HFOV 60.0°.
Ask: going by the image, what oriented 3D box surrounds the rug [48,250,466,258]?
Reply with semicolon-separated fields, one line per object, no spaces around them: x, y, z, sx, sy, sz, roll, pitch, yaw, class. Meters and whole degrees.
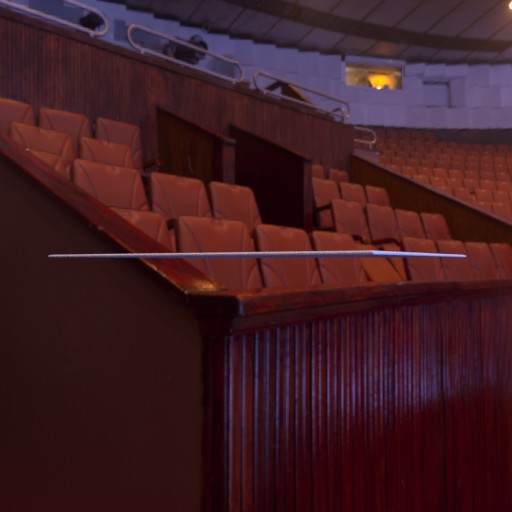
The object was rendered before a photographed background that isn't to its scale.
0.000;0.000;2.877;2.205;0.014;1.589;0;-1;36;rug
